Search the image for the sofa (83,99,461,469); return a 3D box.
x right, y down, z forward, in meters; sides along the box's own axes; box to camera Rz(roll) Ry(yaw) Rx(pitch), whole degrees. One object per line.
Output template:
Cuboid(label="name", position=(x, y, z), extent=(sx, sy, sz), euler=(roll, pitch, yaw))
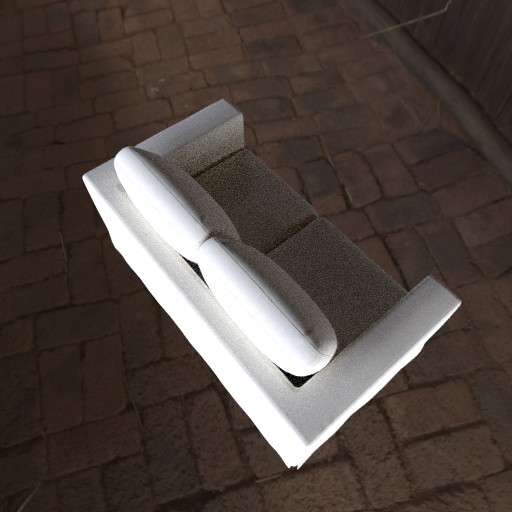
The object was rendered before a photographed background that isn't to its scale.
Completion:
Cuboid(label="sofa", position=(0.000, 0.000, 2.395), extent=(1.009, 0.932, 1.813), euler=(-35, 65, -19))
